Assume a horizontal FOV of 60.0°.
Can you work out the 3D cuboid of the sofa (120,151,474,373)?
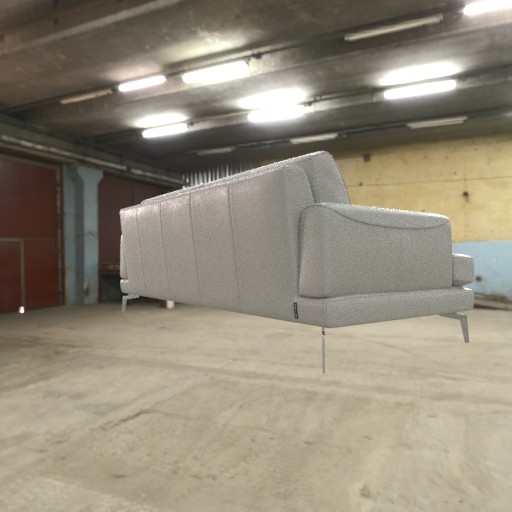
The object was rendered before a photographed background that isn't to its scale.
[{"bbox_3d":[0.000,0.000,2.420,0.974,0.765,1.940,0,-1,-36],"label":"sofa"}]
